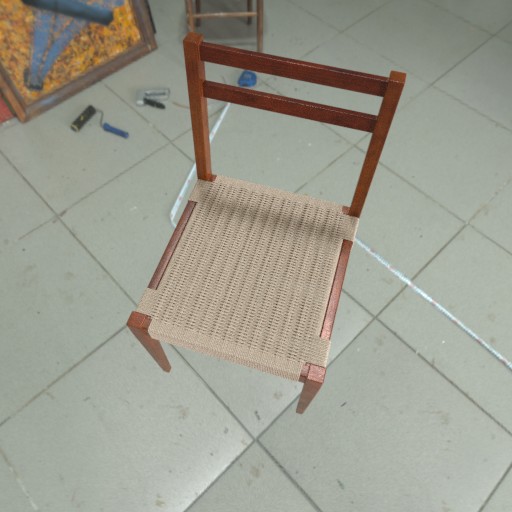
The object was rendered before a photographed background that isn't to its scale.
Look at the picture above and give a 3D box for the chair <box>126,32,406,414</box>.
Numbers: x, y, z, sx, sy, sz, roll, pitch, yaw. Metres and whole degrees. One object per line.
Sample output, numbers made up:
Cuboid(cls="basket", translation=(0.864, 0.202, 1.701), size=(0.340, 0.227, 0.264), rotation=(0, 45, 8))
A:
Cuboid(cls="chair", translation=(0.000, 0.000, 1.196), size=(0.495, 0.851, 0.569), rotation=(15, 61, 8))
